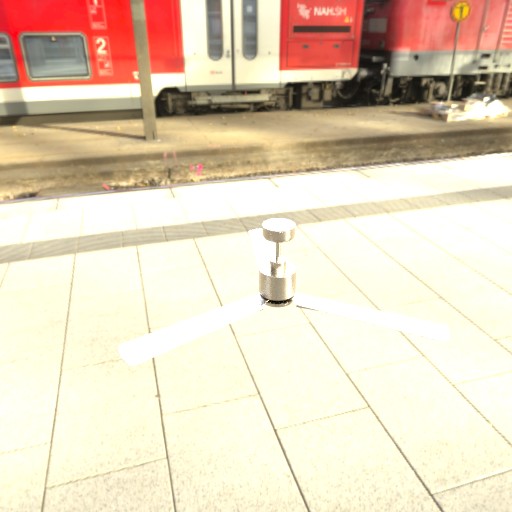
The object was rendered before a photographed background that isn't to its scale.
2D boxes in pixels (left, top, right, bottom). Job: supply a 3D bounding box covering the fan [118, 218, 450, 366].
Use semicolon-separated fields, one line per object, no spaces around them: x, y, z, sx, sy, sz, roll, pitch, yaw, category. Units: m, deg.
0.000;0.000;2.446;1.561;0.446;1.531;-9;29;-17;fan
